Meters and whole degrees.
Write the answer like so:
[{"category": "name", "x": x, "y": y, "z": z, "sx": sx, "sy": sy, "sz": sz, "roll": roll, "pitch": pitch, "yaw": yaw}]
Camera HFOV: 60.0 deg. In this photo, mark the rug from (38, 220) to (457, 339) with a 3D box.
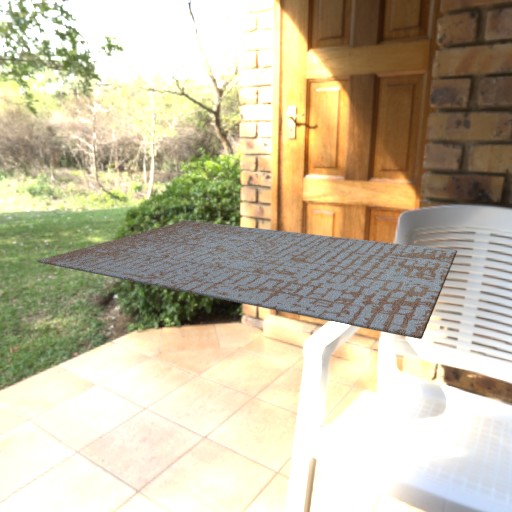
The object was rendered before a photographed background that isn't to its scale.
[{"category": "rug", "x": 0.000, "y": 0.000, "z": 2.311, "sx": 1.829, "sy": 0.011, "sz": 1.219, "roll": 8, "pitch": 17, "yaw": 27}]
